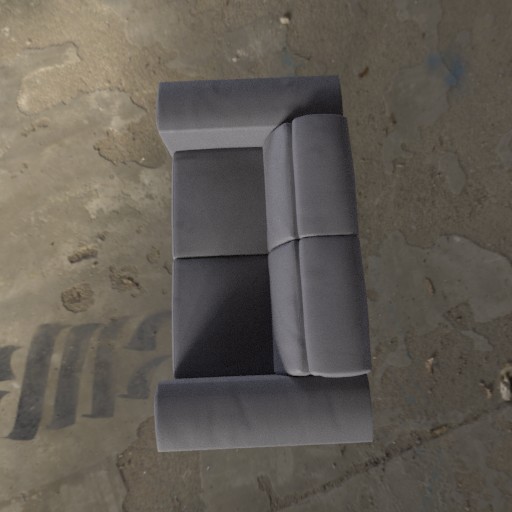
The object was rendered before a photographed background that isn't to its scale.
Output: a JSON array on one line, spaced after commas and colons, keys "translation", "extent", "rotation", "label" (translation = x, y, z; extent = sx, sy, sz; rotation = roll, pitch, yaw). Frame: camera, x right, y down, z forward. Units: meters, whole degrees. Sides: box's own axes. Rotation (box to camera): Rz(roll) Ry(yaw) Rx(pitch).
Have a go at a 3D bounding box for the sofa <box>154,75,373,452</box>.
[{"translation": [0.000, 0.000, 2.419], "extent": [1.003, 0.779, 1.895], "rotation": [-2, 77, -1], "label": "sofa"}]
